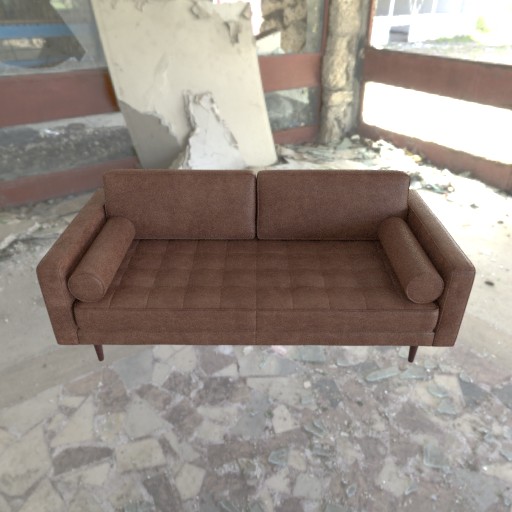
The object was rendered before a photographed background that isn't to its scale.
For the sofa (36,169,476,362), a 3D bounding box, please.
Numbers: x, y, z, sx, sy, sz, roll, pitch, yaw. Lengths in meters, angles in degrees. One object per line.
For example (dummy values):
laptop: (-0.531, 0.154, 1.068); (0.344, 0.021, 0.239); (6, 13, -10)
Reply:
sofa: (0.000, 0.000, 2.305); (1.870, 0.760, 0.910); (0, 31, 0)
